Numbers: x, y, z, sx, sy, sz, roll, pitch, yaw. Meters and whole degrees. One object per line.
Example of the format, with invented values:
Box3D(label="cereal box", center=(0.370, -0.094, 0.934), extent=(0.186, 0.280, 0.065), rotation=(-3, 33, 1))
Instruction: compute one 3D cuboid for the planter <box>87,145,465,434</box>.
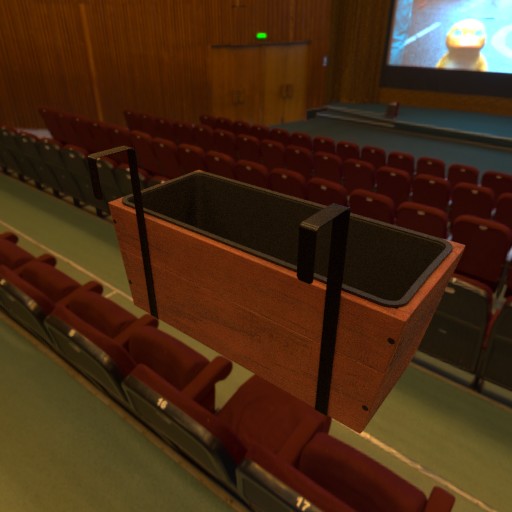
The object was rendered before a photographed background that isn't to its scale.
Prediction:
Box3D(label="planter", center=(0.000, 0.000, 0.628), extent=(0.480, 0.289, 0.262), rotation=(21, 36, 33))
